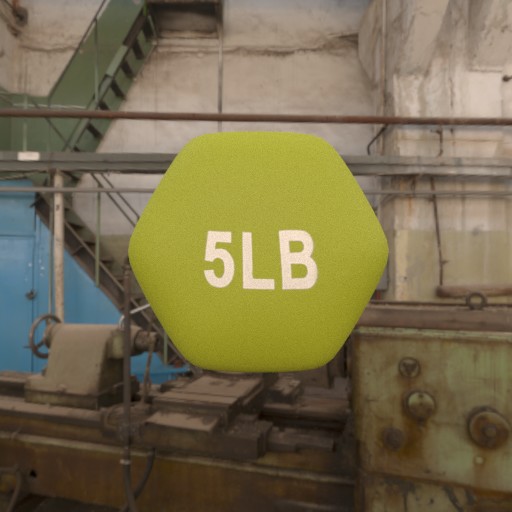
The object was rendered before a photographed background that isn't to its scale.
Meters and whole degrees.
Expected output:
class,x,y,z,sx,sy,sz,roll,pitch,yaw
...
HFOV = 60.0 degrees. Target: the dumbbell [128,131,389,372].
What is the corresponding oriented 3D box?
class,x,y,z,sx,sy,sz,roll,pitch,yaw
dumbbell,0.000,0.000,0.202,0.080,0.072,0.164,0,-1,0
